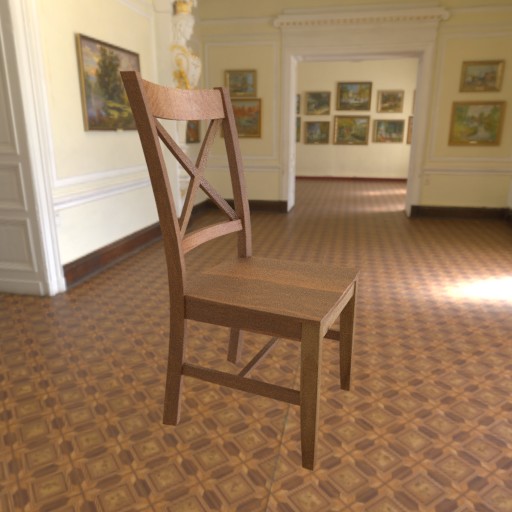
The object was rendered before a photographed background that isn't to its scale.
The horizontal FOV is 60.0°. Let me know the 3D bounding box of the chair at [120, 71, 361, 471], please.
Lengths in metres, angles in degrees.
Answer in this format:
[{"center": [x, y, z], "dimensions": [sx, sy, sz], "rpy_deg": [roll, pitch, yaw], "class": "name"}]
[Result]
[{"center": [0.000, 0.000, 1.304], "dimensions": [0.542, 0.983, 0.485], "rpy_deg": [7, 17, 24], "class": "chair"}]
